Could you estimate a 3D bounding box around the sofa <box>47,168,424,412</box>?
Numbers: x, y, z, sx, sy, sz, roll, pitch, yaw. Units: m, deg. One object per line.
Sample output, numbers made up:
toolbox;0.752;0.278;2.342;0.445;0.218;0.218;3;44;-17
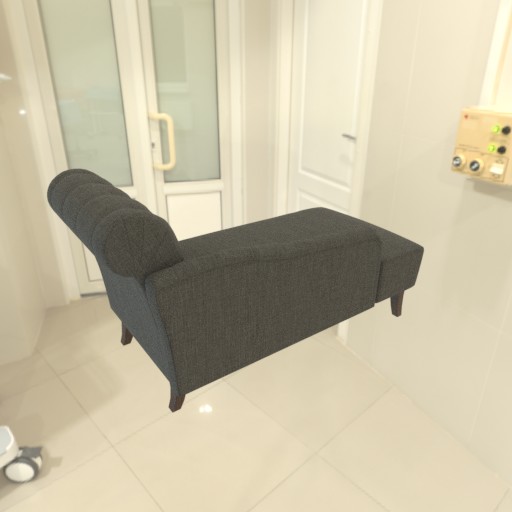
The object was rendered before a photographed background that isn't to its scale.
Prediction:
sofa;0.000;0.000;1.828;1.379;0.787;0.675;-17;30;-32
